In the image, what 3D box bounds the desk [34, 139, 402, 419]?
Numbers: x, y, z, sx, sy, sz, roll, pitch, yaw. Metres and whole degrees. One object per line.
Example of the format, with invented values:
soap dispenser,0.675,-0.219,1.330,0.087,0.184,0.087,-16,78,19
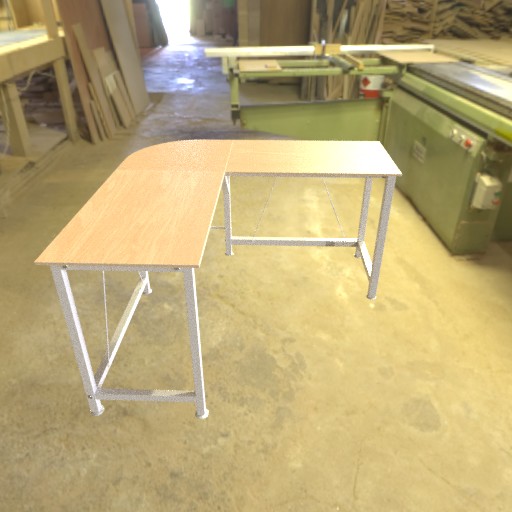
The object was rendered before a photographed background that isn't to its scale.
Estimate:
desk,0.000,0.000,2.220,1.400,0.762,1.400,1,31,2
